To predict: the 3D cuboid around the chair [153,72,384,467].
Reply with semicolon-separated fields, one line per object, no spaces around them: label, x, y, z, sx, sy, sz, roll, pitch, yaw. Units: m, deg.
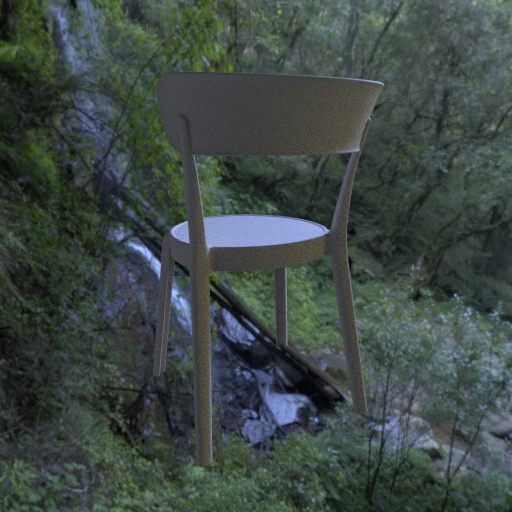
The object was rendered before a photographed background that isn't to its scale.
chair;0.000;0.000;1.098;0.506;0.790;0.491;-8;17;-25
